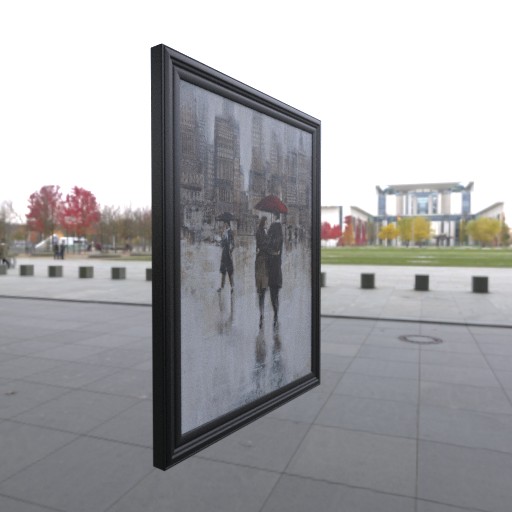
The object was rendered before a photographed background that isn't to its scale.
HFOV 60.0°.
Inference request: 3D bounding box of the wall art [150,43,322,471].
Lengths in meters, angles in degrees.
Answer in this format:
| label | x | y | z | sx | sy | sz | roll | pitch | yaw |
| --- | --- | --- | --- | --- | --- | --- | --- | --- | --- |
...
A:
| label | x | y | z | sx | sy | sz | roll | pitch | yaw |
| --- | --- | --- | --- | --- | --- | --- | --- | --- | --- |
| wall art | 0.000 | 0.000 | 1.631 | 0.053 | 1.194 | 0.950 | 1 | 2 | 36 |
